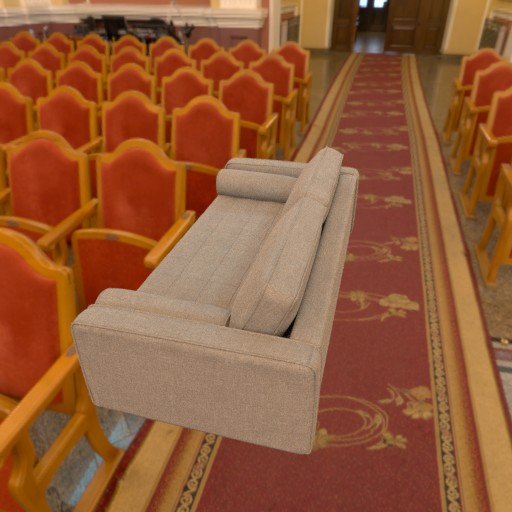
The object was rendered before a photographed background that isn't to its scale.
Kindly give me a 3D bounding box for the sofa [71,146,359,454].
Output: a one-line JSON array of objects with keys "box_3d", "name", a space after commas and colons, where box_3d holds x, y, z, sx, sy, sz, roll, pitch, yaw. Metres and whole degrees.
[{"box_3d": [0.000, 0.000, 2.332, 0.914, 0.762, 1.879, 8, 32, 13], "name": "sofa"}]
